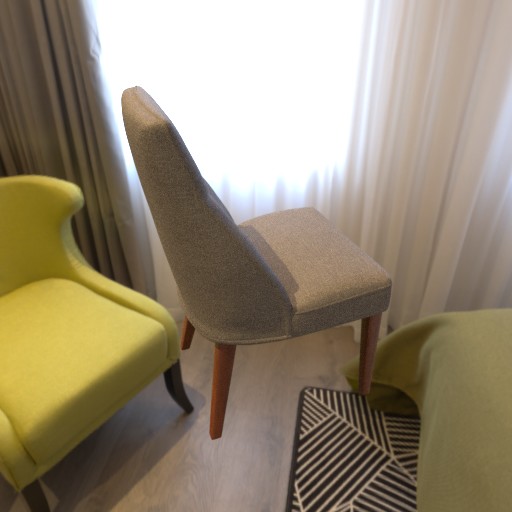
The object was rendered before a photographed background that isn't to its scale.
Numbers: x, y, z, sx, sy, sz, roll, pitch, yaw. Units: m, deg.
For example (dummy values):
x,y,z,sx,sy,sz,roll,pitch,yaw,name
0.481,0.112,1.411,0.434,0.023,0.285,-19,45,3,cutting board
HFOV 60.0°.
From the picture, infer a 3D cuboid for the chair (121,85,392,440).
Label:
x,y,z,sx,sy,sz,roll,pitch,yaw,name
0.000,0.000,1.286,0.620,0.930,0.500,-11,34,-18,chair
